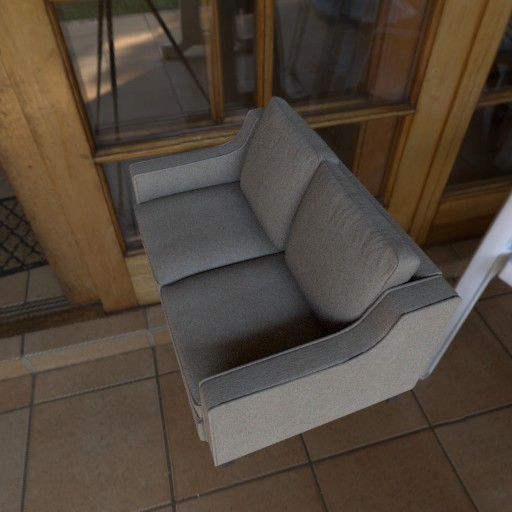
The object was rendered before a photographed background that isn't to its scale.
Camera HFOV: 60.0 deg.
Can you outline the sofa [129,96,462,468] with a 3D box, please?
[{"bbox_3d":[0.000,0.000,2.150,0.985,0.981,1.503,-16,48,-14],"label":"sofa"}]
